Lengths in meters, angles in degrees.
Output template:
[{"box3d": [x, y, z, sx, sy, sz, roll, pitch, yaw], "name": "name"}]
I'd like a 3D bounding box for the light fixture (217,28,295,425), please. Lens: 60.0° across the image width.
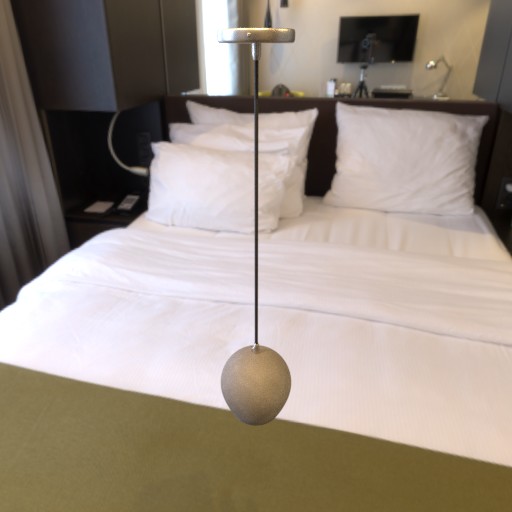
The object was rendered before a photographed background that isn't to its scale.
[{"box3d": [0.000, 0.000, 0.834, 0.153, 0.760, 0.153, -8, 26, -16], "name": "light fixture"}]
